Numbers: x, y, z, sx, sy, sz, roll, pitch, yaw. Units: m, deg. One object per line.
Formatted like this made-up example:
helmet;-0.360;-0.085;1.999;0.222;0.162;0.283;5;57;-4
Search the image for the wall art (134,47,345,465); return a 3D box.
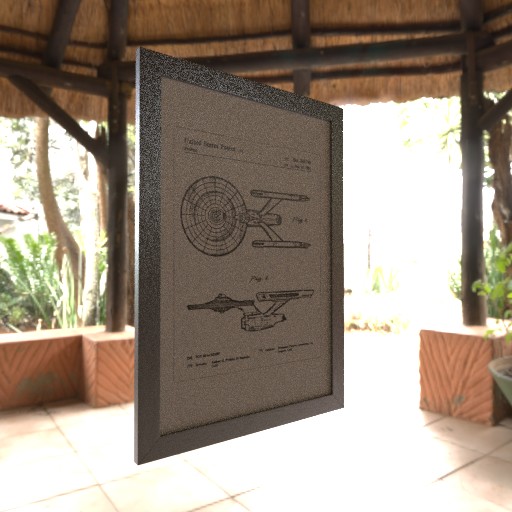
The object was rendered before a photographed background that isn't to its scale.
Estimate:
wall art;0.000;0.000;0.675;0.376;0.529;0.013;1;-1;-36
